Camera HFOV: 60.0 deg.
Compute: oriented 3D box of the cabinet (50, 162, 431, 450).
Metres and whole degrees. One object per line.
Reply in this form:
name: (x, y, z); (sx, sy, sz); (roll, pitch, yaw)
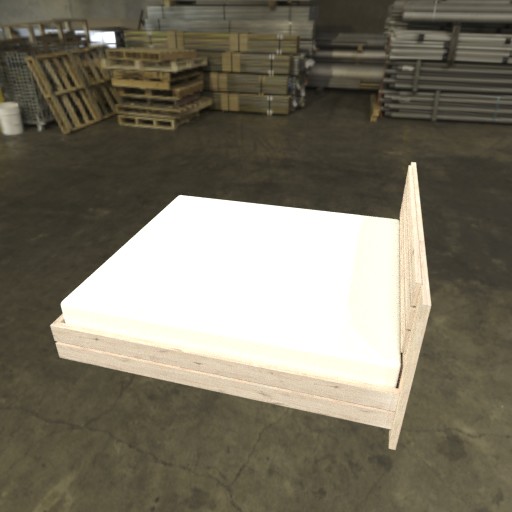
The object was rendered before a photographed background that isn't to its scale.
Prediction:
cabinet: (0.000, 0.000, 3.164); (2.080, 0.970, 1.950); (8, 31, 13)
